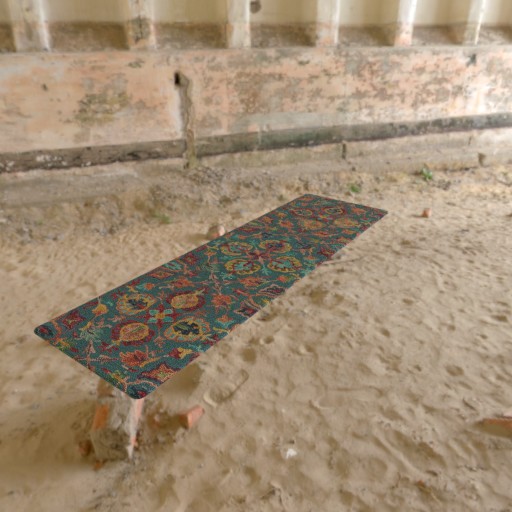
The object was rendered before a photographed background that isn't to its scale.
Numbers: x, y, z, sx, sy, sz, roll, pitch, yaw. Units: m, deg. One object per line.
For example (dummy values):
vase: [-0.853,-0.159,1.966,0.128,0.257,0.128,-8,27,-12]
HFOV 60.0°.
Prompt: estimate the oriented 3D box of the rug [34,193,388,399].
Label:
rug: [0.000,0.000,2.521,0.686,0.013,2.286,18,31,32]
